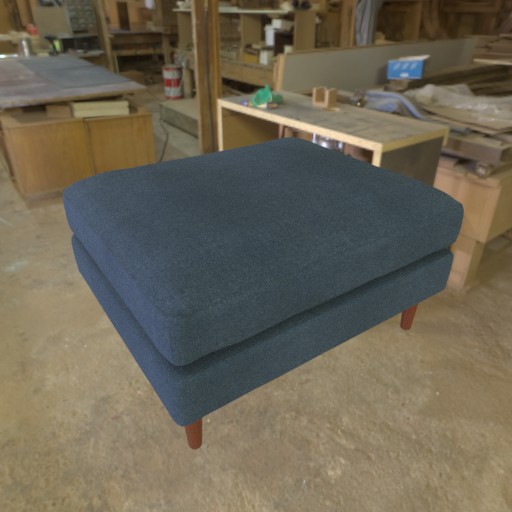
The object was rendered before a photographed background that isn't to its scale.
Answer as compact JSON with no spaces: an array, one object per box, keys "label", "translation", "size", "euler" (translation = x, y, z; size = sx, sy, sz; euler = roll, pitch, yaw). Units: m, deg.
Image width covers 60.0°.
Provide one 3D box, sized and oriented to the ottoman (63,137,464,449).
[{"label":"ottoman","translation":[0.000,0.000,1.229],"size":[0.821,0.474,0.693],"euler":[-19,36,-29]}]
